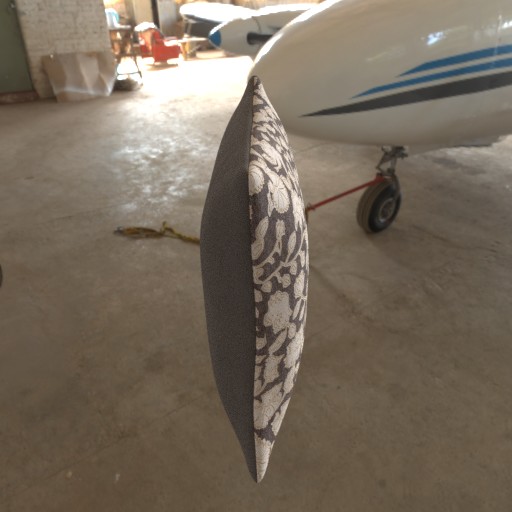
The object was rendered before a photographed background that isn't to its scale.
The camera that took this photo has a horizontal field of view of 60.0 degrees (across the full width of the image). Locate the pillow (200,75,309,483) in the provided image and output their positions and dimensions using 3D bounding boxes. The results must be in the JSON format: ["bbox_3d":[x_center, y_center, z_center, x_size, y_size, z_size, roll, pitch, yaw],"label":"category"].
[{"bbox_3d":[0.000,0.000,0.775,0.166,0.507,0.526,0,32,0],"label":"pillow"}]
